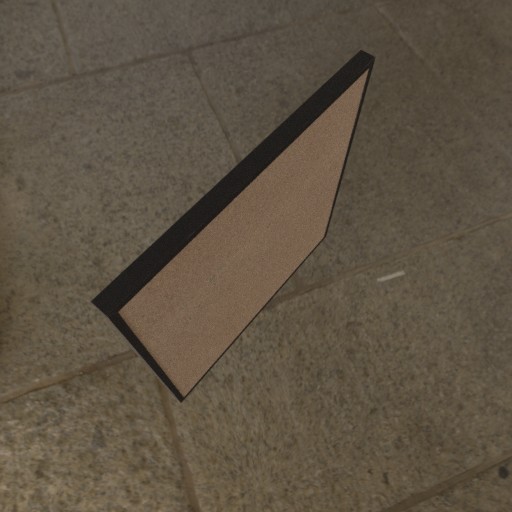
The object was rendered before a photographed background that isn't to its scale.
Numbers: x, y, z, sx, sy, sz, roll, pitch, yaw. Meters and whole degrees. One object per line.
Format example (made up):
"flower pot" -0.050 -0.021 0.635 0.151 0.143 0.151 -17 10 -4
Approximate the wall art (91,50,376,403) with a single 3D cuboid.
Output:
"wall art" 0.000 0.000 1.156 0.038 0.762 0.762 36 68 17
